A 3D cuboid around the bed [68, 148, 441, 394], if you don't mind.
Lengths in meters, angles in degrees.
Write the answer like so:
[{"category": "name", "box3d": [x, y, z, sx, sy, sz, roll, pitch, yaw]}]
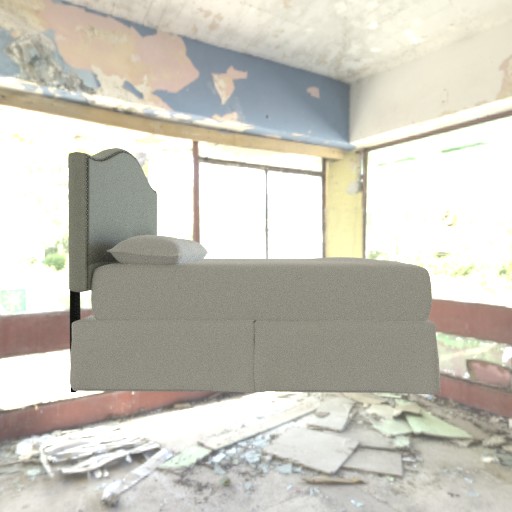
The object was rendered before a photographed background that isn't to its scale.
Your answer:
[{"category": "bed", "box3d": [0.000, 0.000, 3.391, 2.180, 1.607, 1.813, 0, 1, 1]}]
